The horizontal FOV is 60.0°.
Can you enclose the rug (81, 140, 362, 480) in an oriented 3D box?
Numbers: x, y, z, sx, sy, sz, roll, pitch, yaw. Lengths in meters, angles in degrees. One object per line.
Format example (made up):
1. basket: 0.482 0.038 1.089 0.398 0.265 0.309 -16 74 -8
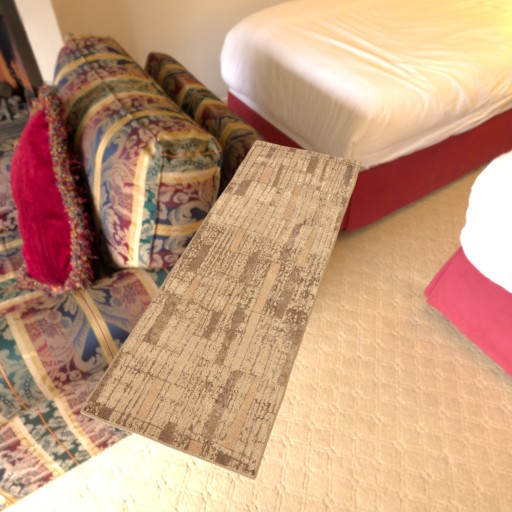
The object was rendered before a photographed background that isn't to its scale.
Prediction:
1. rug: 0.000 0.000 2.679 0.857 0.018 2.383 15 49 13
